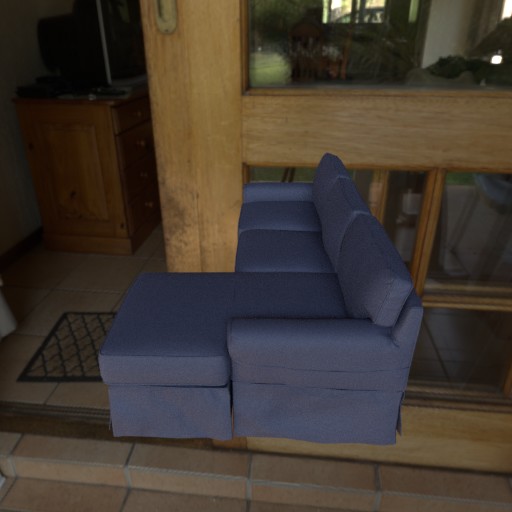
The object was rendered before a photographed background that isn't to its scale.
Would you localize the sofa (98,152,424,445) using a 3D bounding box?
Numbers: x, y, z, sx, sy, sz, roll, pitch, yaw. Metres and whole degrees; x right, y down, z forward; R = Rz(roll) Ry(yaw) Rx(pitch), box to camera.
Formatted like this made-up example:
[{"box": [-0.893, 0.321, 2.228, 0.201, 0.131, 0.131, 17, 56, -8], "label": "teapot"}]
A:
[{"box": [0.000, 0.000, 3.309, 1.637, 1.039, 2.518, 0, 27, 1], "label": "sofa"}]
